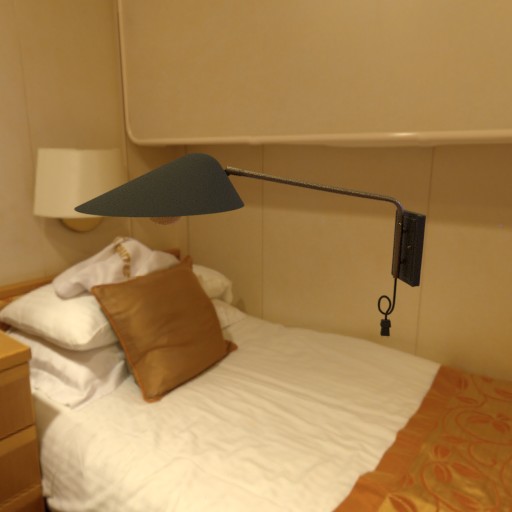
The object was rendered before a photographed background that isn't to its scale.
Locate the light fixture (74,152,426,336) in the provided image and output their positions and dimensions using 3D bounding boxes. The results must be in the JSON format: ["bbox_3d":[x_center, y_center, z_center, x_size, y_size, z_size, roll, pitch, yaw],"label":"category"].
[{"bbox_3d":[0.000,0.000,0.688,0.516,0.312,0.240,-2,13,-9],"label":"light fixture"}]
